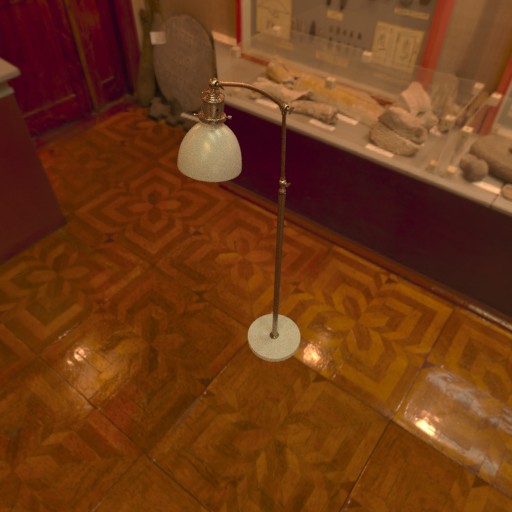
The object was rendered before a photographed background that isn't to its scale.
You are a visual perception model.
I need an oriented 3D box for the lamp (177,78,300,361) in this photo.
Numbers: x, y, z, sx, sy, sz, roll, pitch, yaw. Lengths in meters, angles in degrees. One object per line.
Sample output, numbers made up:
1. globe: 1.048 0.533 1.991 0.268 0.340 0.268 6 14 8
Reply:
1. lamp: 0.000 0.000 1.789 0.288 1.586 0.599 31 54 26
